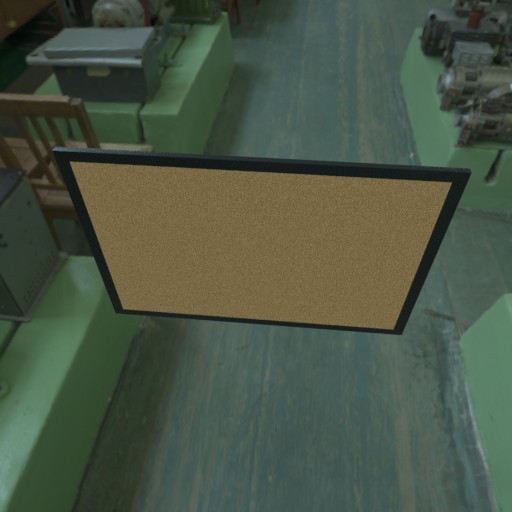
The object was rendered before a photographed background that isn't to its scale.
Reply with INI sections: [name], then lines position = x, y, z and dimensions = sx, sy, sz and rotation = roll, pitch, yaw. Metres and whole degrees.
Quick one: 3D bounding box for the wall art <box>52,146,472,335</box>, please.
[wall art]
position = 0.000, 0.000, 1.067
dimensions = 0.819, 0.552, 0.015
rotation = 4, 47, 4
